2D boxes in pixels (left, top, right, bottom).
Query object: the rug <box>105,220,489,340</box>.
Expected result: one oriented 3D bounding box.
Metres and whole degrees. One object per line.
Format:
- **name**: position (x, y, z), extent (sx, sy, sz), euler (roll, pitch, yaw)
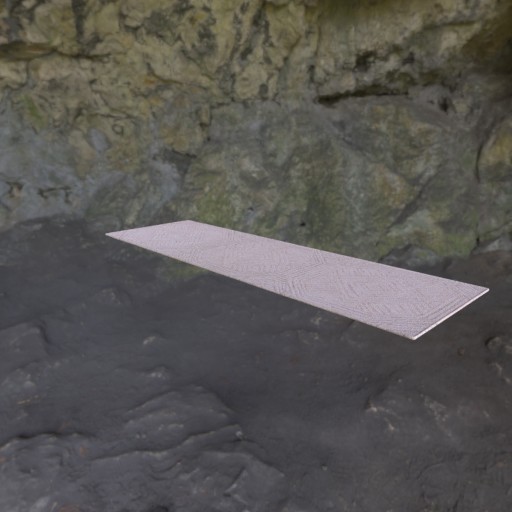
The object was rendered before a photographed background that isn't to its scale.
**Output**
- **rug**: position (0.000, 0.000, 2.735), extent (0.775, 0.012, 2.452), euler (-15, 21, -42)
